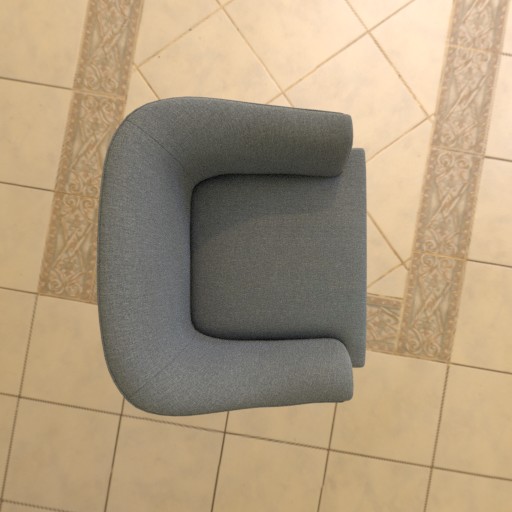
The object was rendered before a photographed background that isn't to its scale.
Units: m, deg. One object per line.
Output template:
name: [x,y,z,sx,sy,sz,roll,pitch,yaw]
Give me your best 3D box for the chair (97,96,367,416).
chair: [0.000,0.000,1.382,0.704,0.815,0.798,0,90,0]
